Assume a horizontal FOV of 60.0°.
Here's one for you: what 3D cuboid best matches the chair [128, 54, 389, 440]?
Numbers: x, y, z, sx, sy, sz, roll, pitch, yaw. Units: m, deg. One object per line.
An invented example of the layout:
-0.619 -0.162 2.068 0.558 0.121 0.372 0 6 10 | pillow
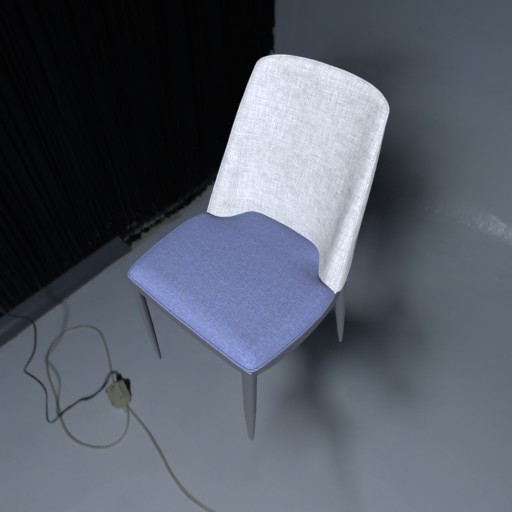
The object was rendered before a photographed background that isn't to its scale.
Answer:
0.000 0.000 1.188 0.488 0.855 0.550 32 55 27 | chair
